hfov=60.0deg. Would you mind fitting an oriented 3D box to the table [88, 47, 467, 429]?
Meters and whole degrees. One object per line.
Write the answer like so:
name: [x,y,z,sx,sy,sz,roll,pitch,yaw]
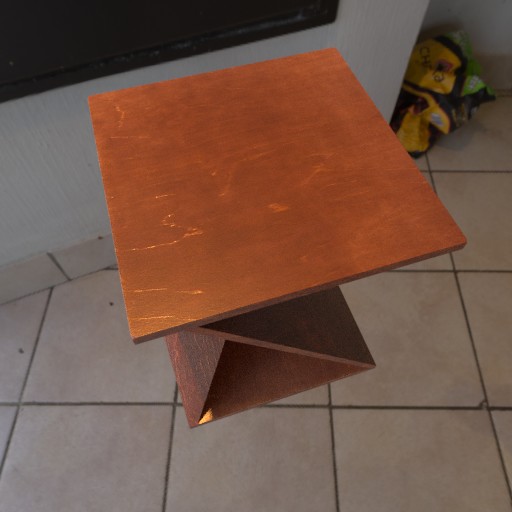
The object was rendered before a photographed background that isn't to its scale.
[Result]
table: [0.000,0.000,0.854,0.427,0.520,0.427,-15,60,-9]
